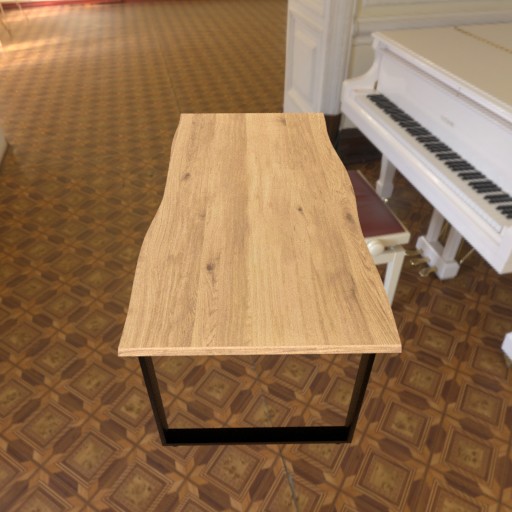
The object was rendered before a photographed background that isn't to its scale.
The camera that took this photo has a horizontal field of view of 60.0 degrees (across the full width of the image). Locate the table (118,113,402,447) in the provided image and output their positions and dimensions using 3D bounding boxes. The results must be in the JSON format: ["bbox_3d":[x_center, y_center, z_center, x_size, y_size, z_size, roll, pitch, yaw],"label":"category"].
[{"bbox_3d":[0.000,0.000,2.268,0.900,0.780,1.800,-1,40,-1],"label":"table"}]
